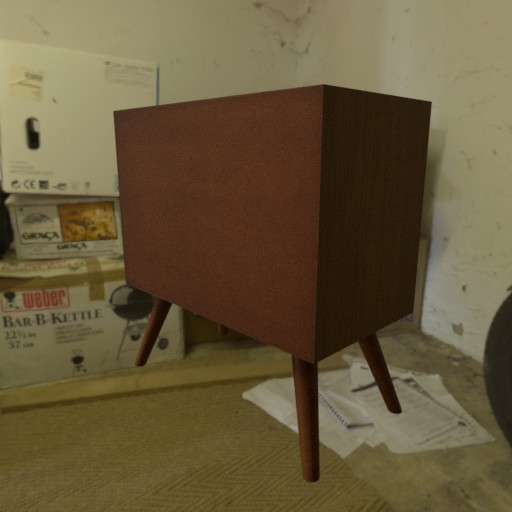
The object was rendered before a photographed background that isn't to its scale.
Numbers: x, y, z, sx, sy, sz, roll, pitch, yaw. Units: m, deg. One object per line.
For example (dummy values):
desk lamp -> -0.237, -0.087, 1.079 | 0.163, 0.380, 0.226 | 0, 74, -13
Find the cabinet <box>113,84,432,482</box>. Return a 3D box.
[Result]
cabinet -> 0.000, 0.000, 1.168 | 0.388, 0.748, 0.712 | -13, 19, -43
